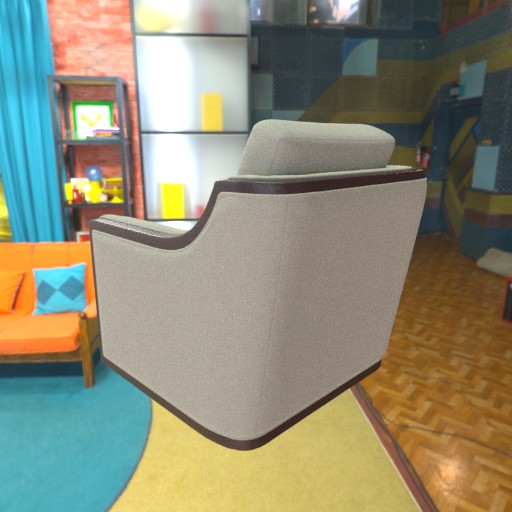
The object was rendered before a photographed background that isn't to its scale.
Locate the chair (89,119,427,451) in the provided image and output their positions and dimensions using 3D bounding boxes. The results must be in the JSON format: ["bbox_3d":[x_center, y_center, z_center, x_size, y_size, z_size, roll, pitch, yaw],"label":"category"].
[{"bbox_3d":[0.000,0.000,1.633,0.870,0.930,0.950,-14,20,-43],"label":"chair"}]
